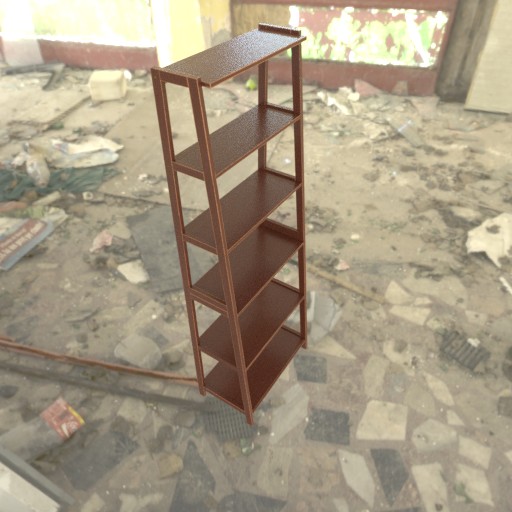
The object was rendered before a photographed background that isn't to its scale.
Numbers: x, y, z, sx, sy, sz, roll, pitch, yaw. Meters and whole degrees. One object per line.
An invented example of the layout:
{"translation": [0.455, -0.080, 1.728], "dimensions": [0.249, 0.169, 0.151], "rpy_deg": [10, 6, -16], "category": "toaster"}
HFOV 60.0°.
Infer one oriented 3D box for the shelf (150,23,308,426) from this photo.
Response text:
{"translation": [0.000, 0.000, 2.165], "dimensions": [0.381, 1.892, 0.660], "rpy_deg": [23, 46, 24], "category": "shelf"}
